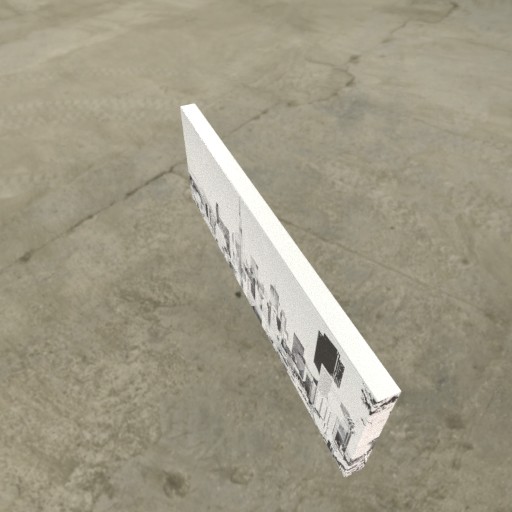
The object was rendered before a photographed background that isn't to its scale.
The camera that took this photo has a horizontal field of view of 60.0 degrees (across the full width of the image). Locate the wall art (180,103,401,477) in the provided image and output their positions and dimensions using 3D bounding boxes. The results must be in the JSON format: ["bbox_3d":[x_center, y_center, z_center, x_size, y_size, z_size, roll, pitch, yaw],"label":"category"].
[{"bbox_3d":[0.000,0.000,0.849,0.036,0.256,0.766,-18,49,-16],"label":"wall art"}]
